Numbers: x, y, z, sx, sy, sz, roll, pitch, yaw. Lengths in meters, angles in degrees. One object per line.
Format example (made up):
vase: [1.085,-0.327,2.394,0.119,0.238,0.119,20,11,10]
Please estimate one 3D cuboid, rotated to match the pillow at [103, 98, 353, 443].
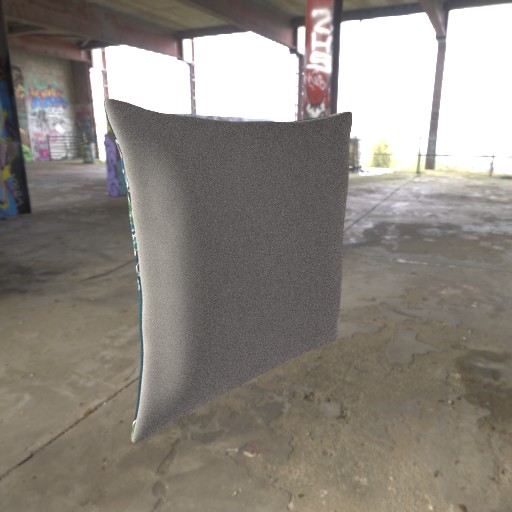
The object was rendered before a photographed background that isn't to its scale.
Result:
pillow: [0.000,0.000,0.790,0.525,0.508,0.166,-15,22,-42]
